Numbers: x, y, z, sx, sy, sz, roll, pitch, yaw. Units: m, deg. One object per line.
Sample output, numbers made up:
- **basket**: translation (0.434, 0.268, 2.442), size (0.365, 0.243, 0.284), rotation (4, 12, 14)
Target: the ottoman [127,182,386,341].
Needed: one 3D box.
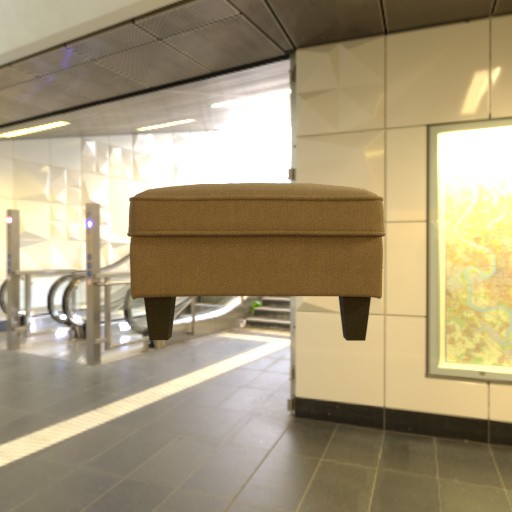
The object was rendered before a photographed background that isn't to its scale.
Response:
- **ottoman**: translation (0.000, 0.000, 2.069), size (0.751, 0.470, 1.764), rotation (0, 0, 1)
